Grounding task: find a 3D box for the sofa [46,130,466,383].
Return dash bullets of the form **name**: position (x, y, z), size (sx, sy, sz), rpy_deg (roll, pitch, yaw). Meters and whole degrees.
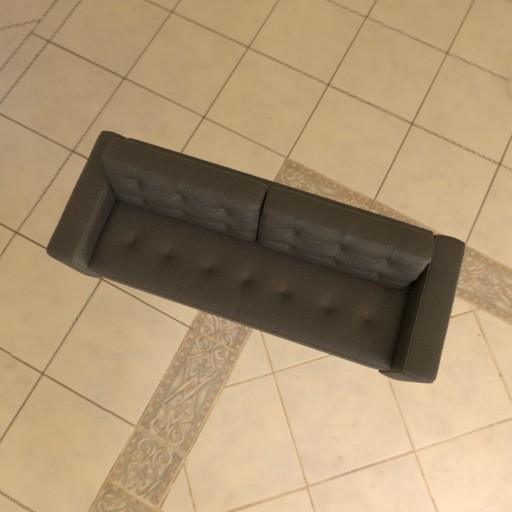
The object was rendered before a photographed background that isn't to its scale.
- **sofa**: position (0.000, 0.000, 2.674), size (2.275, 0.893, 0.833), rpy_deg (18, 77, 4)
